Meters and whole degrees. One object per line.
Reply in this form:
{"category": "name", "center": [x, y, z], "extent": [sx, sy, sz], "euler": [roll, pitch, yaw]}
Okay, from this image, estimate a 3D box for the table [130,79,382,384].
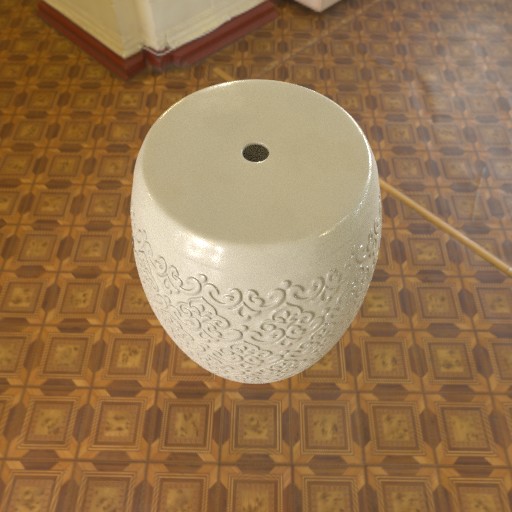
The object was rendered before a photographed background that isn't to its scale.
{"category": "table", "center": [0.000, 0.000, 0.608], "extent": [0.309, 0.397, 0.309], "euler": [0, 58, 0]}
